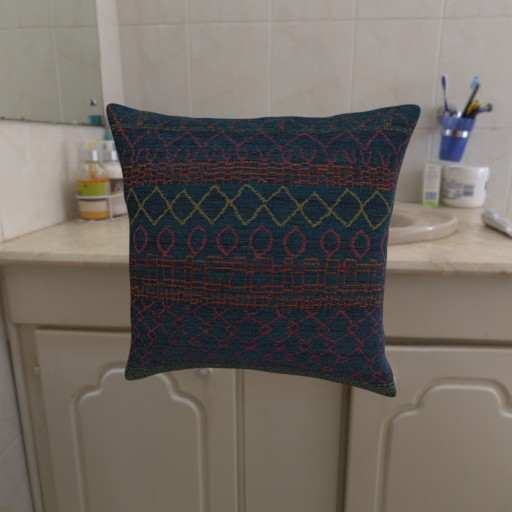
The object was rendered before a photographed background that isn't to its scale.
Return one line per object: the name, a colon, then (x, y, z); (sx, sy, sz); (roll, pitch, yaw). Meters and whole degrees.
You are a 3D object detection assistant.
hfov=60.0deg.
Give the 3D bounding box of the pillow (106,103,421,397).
pillow: (0.000, 0.000, 0.651); (0.431, 0.431, 0.141); (2, 14, 7)
